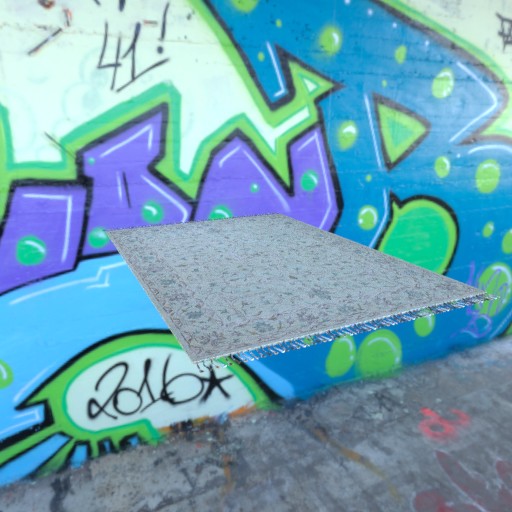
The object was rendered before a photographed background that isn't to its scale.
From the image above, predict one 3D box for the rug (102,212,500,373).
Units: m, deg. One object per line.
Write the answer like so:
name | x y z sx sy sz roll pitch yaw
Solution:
rug | 0.000 0.000 2.230 1.247 0.008 1.802 -8 19 -25
